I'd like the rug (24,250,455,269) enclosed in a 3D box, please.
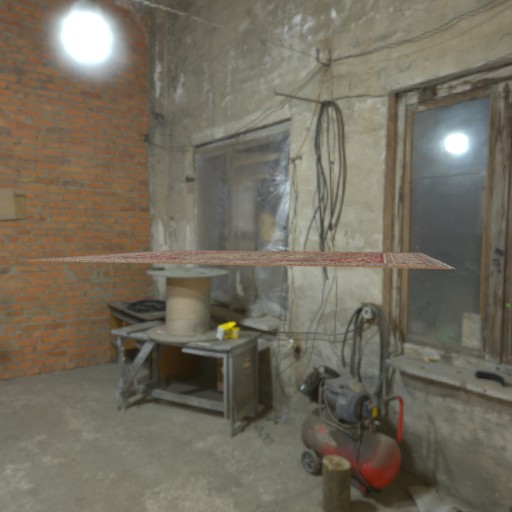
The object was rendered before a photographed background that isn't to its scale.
[{"bbox_3d":[0.000,0.000,4.180,3.143,0.008,2.451,1,3,16],"label":"rug"}]
